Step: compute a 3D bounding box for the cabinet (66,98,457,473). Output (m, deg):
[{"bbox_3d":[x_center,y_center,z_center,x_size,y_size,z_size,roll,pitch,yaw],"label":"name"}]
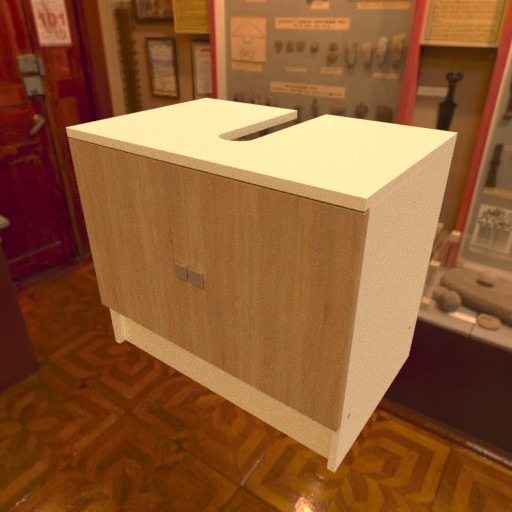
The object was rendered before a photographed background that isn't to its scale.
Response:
[{"bbox_3d":[0.000,0.000,0.932,0.600,0.522,0.400,20,35,31],"label":"cabinet"}]
